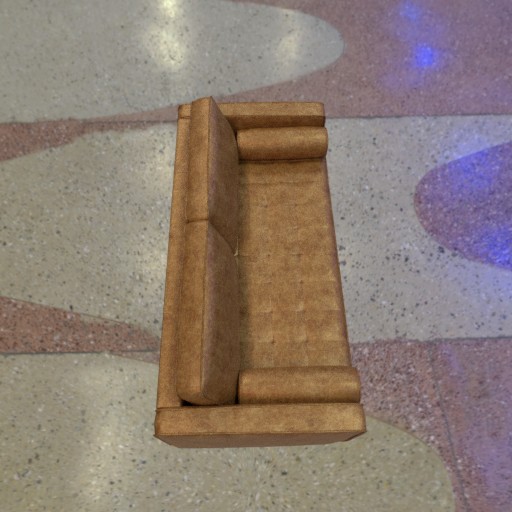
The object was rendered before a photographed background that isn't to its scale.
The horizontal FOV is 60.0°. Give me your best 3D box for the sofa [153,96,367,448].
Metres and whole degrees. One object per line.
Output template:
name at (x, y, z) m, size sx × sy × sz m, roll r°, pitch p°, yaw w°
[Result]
sofa at (0.000, 0.000, 2.454) m, size 0.924 × 0.825 × 1.920 m, roll -1°, pitch 62°, yaw -1°
